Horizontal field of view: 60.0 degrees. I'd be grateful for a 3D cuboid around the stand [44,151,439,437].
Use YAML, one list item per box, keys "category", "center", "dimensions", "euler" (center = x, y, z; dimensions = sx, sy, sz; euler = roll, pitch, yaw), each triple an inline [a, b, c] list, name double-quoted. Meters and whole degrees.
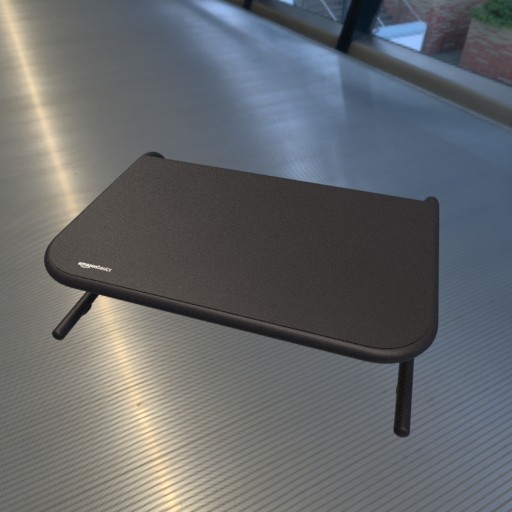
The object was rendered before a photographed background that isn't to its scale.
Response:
- category: "stand"
  center: [0.000, 0.000, 0.499]
  dimensions: [0.370, 0.108, 0.280]
  euler: [12, 42, 13]
